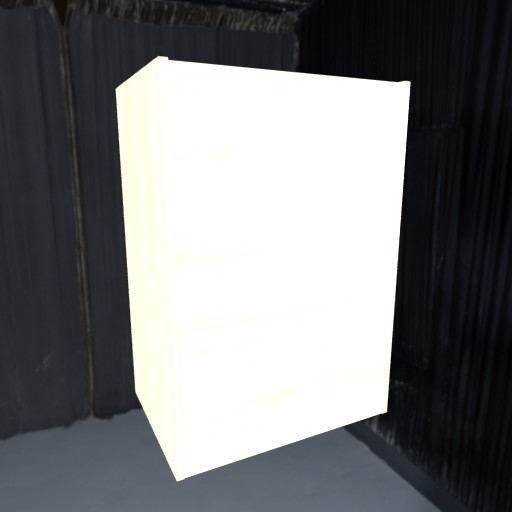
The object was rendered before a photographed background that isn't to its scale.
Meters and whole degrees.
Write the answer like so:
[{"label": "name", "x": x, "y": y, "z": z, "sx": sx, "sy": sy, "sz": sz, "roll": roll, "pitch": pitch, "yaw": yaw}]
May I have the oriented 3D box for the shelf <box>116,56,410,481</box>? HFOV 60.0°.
[{"label": "shelf", "x": 0.000, "y": 0.000, "z": 0.814, "sx": 0.414, "sy": 0.592, "sz": 0.290, "roll": -6, "pitch": 14, "yaw": -26}]
